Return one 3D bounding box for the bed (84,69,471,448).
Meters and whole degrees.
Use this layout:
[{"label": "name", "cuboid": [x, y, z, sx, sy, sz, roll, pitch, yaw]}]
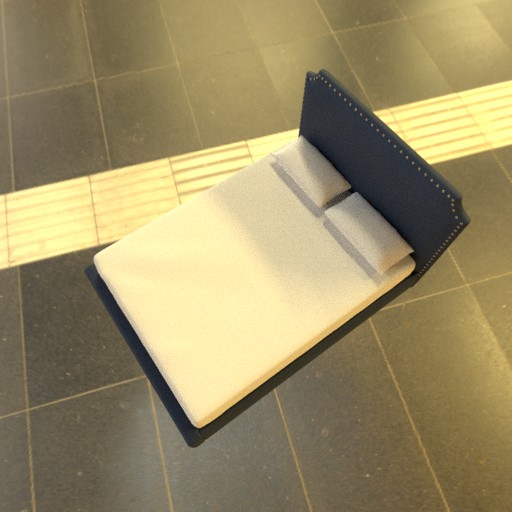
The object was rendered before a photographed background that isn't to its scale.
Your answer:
[{"label": "bed", "cuboid": [0.000, 0.000, 3.481, 2.372, 1.443, 1.712, -33, 69, -15]}]
